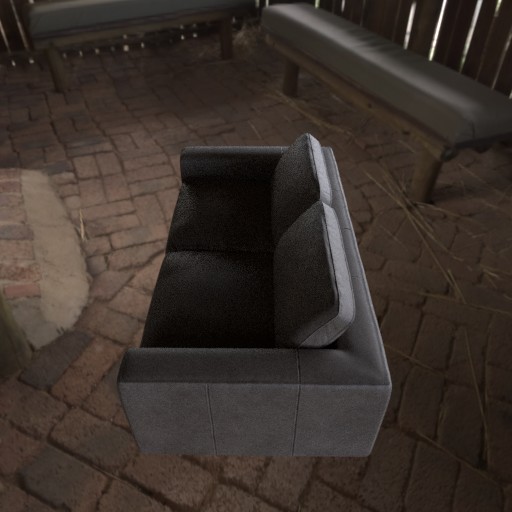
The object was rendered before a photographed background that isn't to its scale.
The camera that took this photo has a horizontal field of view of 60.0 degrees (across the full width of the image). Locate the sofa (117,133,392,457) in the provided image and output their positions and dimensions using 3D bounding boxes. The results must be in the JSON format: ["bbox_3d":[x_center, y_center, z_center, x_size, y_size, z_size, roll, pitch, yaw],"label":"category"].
[{"bbox_3d":[0.000,0.000,2.470,1.070,0.800,1.920,0,41,0],"label":"sofa"}]
